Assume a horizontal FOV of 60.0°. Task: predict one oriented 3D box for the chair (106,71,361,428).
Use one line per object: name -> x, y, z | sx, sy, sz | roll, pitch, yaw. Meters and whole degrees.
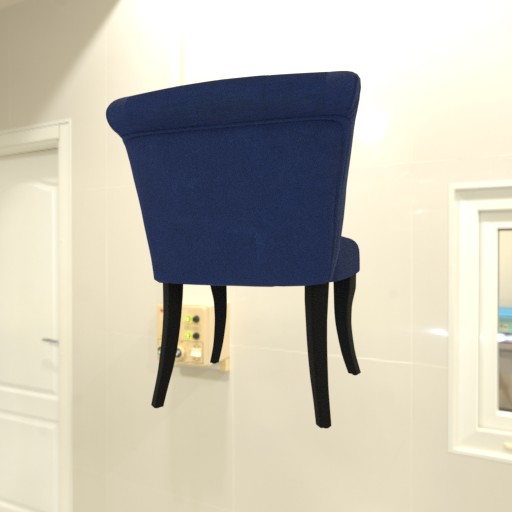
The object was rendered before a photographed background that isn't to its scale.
chair -> 0.000, 0.000, 1.196 | 0.585, 0.753, 0.606 | 0, 0, 18
